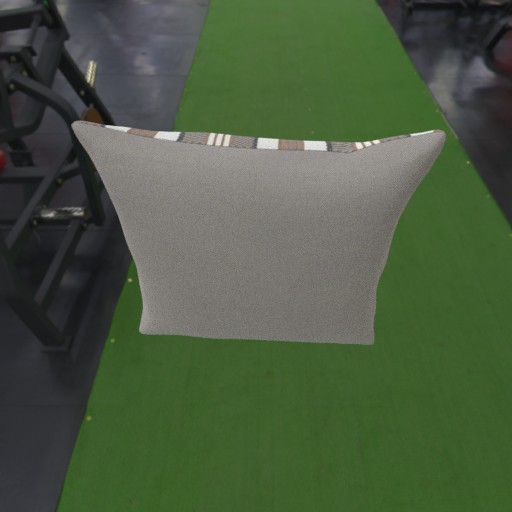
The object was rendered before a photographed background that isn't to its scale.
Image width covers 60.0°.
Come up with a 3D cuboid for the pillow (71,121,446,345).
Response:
[{"bbox_3d":[0.000,0.000,0.627,0.416,0.401,0.173,2,44,2],"label":"pillow"}]
